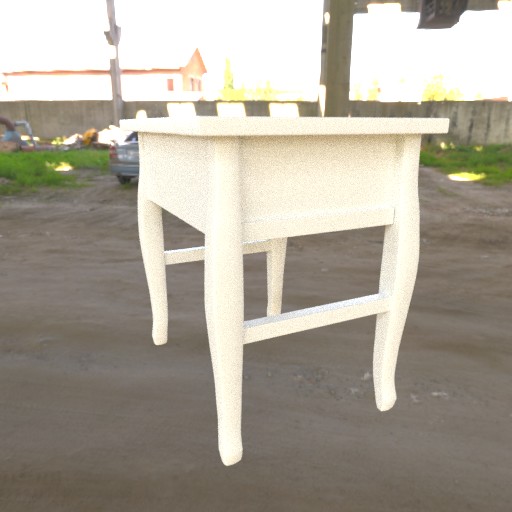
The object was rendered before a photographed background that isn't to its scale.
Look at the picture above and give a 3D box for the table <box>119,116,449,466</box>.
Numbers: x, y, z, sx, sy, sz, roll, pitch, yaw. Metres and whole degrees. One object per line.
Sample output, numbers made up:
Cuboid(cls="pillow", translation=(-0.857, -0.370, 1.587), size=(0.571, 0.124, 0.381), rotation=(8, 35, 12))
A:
Cuboid(cls="table", translation=(0.000, 0.000, 1.020), size=(0.463, 0.605, 0.599), rotation=(-8, 18, -25))
